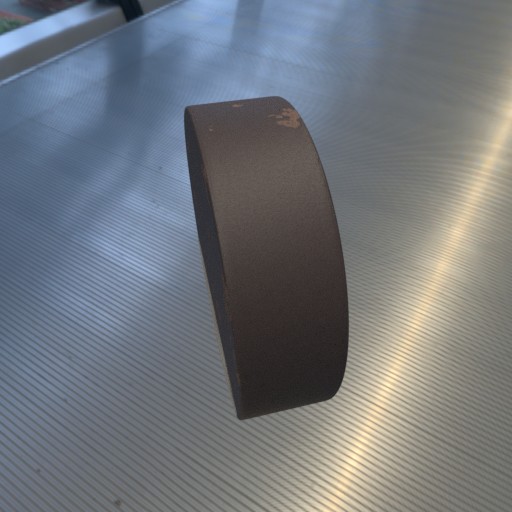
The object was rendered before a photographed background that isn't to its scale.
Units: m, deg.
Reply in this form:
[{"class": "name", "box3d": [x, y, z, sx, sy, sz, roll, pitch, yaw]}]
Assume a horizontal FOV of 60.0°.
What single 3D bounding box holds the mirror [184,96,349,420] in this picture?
[{"class": "mirror", "box3d": [0.000, 0.000, 0.578, 0.126, 0.386, 0.386, -10, 47, -9]}]
